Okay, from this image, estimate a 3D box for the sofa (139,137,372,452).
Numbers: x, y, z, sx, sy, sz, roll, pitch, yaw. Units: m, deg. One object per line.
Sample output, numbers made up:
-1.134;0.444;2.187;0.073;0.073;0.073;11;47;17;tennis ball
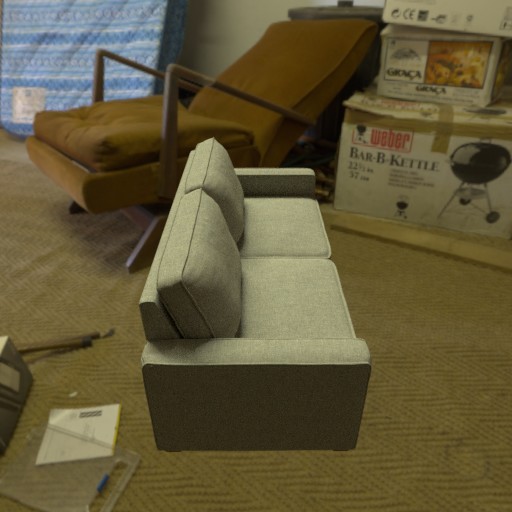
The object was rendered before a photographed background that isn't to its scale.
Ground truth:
0.000;0.000;2.673;0.945;0.918;2.078;0;33;0;sofa
